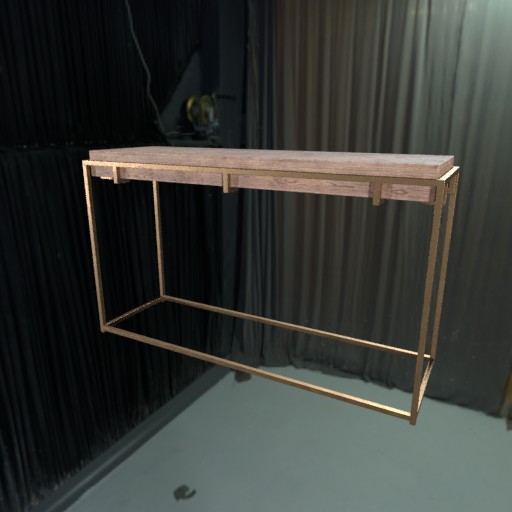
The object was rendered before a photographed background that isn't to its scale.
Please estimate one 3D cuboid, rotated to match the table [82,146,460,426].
[{"bbox_3d":[0.000,0.000,1.807,1.400,0.820,0.440,9,19,27],"label":"table"}]
